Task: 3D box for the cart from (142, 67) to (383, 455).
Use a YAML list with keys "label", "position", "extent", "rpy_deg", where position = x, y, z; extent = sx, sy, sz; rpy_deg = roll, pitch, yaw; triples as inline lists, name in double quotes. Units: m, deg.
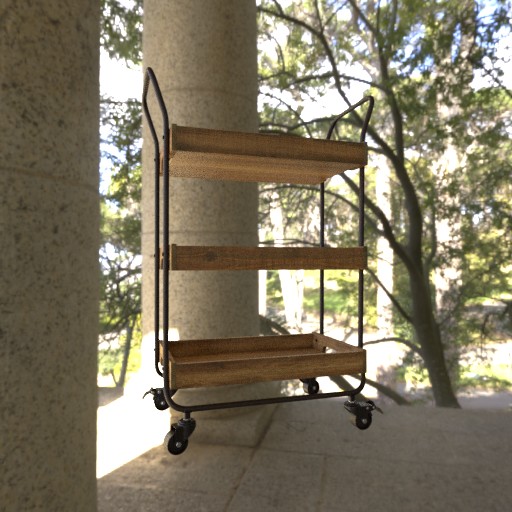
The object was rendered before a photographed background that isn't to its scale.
- label: "cart"
  position: [0.000, 0.000, 1.177]
  extent: [0.583, 0.857, 0.339]
  rpy_deg: [0, -1, -17]
